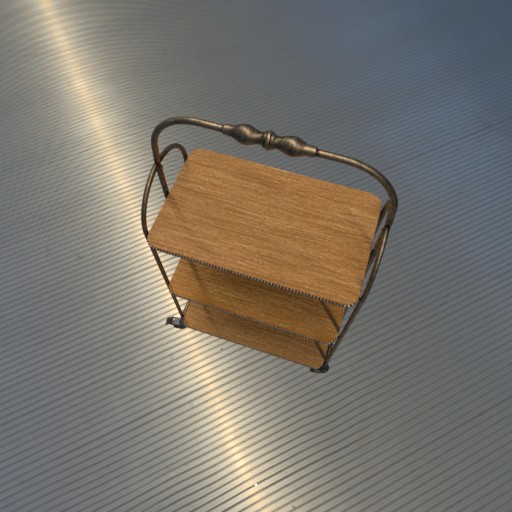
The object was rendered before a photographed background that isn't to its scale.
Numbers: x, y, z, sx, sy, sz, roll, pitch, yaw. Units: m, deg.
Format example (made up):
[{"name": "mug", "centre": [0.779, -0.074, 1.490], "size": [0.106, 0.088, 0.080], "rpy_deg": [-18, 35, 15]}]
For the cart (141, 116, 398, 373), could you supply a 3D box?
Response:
[{"name": "cart", "centre": [0.000, 0.000, 1.315], "size": [0.650, 1.052, 0.330], "rpy_deg": [16, 64, 8]}]
